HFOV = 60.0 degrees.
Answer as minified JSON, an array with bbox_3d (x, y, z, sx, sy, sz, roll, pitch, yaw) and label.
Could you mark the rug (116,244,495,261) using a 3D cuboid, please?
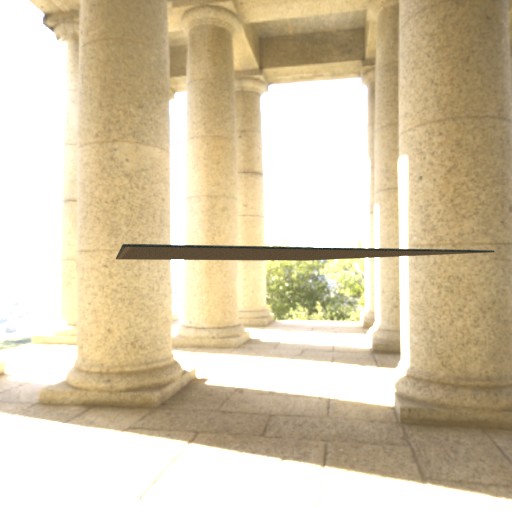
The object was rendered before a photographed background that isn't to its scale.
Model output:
[{"bbox_3d":[0.000,0.000,4.093,2.441,0.016,3.050,1,-2,-18],"label":"rug"}]
